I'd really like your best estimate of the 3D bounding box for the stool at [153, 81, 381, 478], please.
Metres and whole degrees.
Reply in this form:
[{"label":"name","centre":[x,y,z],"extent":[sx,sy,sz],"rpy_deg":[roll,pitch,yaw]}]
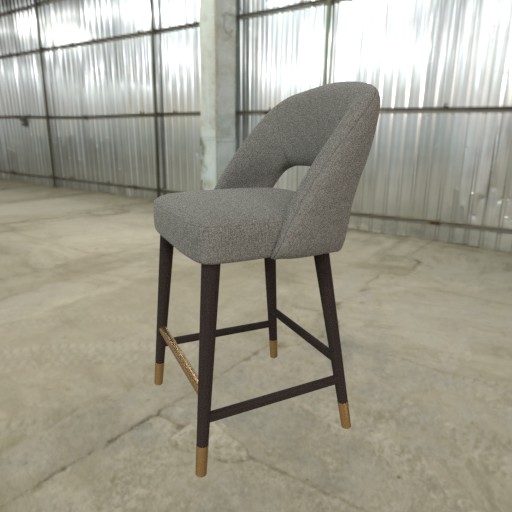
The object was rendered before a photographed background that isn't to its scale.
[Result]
[{"label":"stool","centre":[0.000,0.000,1.236],"extent":[0.524,0.925,0.536],"rpy_deg":[-7,17,-24]}]
